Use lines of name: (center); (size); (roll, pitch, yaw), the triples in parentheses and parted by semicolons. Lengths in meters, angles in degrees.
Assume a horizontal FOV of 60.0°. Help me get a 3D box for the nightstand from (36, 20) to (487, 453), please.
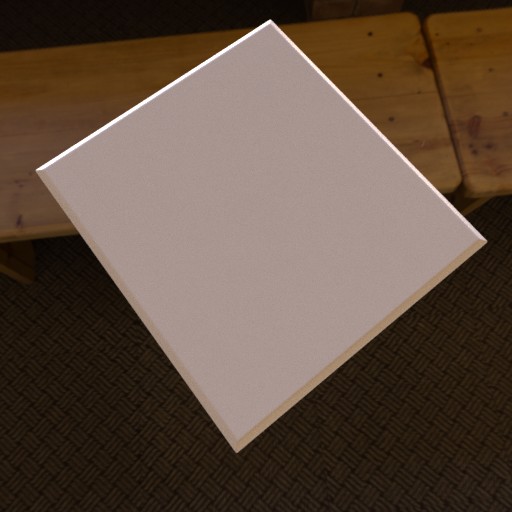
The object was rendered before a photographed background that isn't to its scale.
nightstand: (0.000, 0.000, 0.920); (0.459, 0.555, 0.505); (-37, 77, -10)
